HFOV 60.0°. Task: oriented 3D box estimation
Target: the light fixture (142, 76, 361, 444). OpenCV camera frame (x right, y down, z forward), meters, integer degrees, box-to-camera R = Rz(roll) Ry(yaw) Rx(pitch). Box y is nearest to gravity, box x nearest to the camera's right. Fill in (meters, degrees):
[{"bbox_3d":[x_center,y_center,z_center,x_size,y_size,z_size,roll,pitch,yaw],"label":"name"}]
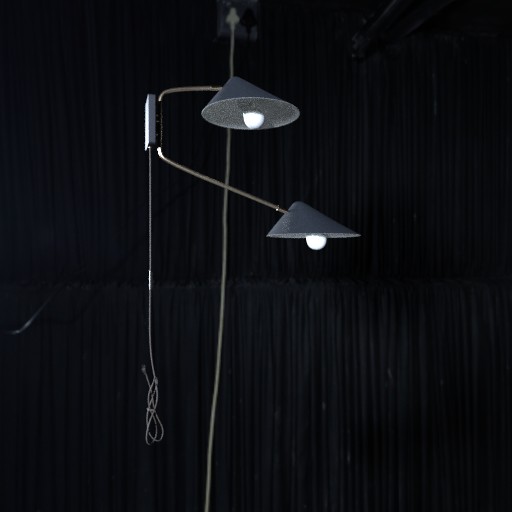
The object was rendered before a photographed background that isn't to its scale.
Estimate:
[{"bbox_3d":[0.000,0.000,0.841,0.422,0.665,0.189,0,0,-18],"label":"light fixture"}]
